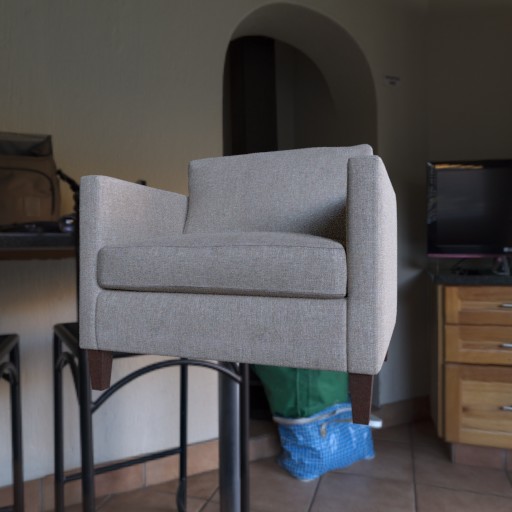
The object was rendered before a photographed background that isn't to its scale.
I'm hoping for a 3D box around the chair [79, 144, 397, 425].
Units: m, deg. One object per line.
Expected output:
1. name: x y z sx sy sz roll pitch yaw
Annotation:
1. chair: 0.000 0.000 1.866 1.107 0.987 0.959 0 0 20
